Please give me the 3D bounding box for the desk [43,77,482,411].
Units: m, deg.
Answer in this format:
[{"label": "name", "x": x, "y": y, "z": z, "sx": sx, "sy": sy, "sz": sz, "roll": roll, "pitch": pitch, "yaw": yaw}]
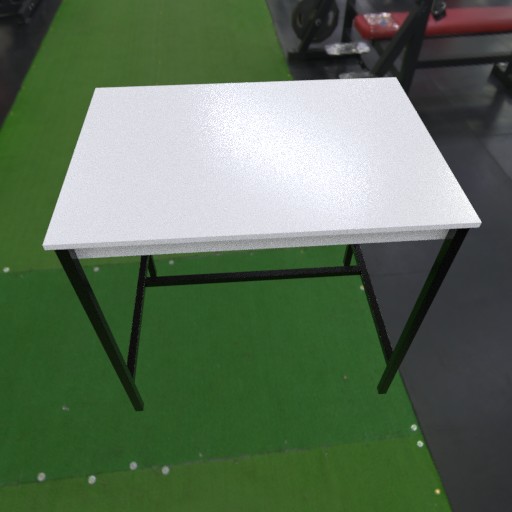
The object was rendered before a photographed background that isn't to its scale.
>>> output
[{"label": "desk", "x": 0.000, "y": 0.000, "z": 1.292, "sx": 0.811, "sy": 0.766, "sz": 0.573, "roll": -3, "pitch": 48, "yaw": -3}]
